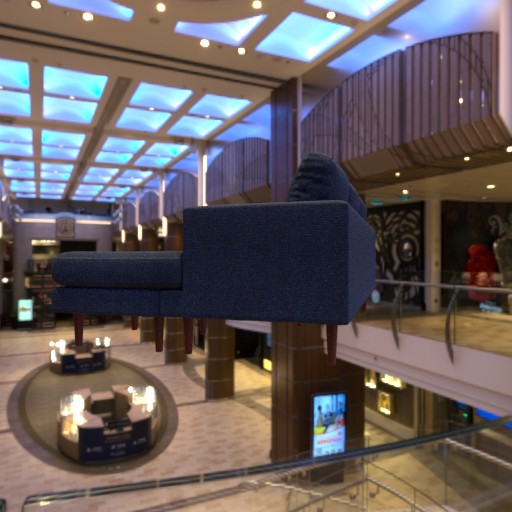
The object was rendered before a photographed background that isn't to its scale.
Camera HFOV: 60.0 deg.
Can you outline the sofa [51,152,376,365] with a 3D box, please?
[{"bbox_3d":[0.000,0.000,3.083,1.504,0.956,2.233,0,0,18],"label":"sofa"}]
